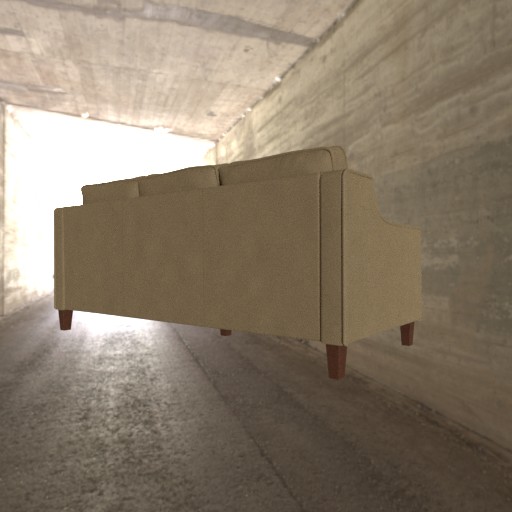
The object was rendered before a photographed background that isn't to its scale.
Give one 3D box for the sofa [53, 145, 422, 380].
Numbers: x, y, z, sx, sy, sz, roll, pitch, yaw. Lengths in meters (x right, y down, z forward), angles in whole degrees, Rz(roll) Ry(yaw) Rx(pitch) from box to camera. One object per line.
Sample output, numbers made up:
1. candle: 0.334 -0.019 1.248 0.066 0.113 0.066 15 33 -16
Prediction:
1. sofa: 0.000 0.000 3.248 2.317 1.066 1.858 0 -1 37
